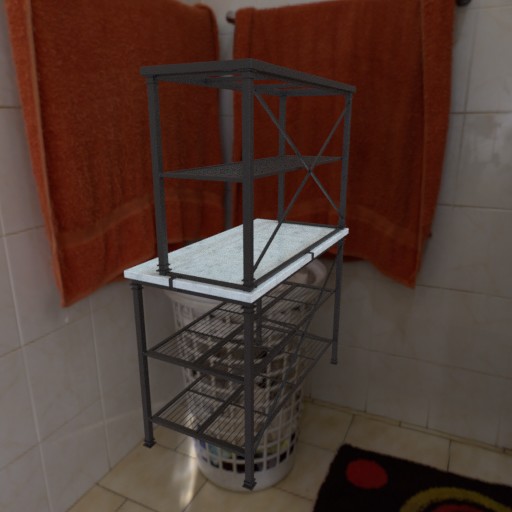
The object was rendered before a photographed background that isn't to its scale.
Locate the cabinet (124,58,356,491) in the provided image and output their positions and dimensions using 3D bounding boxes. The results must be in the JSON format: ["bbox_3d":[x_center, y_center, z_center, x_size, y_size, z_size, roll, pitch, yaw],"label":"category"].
[{"bbox_3d":[0.000,0.000,2.235,0.610,1.659,1.210,8,18,26],"label":"cabinet"}]
